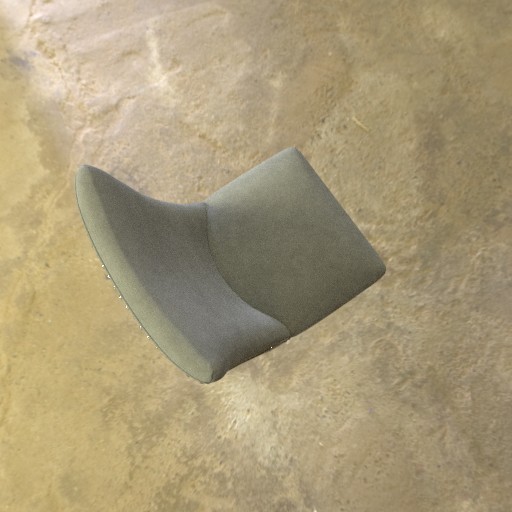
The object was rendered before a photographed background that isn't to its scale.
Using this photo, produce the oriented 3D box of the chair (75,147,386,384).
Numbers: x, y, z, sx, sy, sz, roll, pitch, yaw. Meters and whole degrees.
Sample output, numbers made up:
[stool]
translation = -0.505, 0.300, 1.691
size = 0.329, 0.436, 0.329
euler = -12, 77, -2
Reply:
[chair]
translation = 0.000, 0.000, 1.246
size = 0.610, 0.902, 0.495
euler = -33, 78, -8
